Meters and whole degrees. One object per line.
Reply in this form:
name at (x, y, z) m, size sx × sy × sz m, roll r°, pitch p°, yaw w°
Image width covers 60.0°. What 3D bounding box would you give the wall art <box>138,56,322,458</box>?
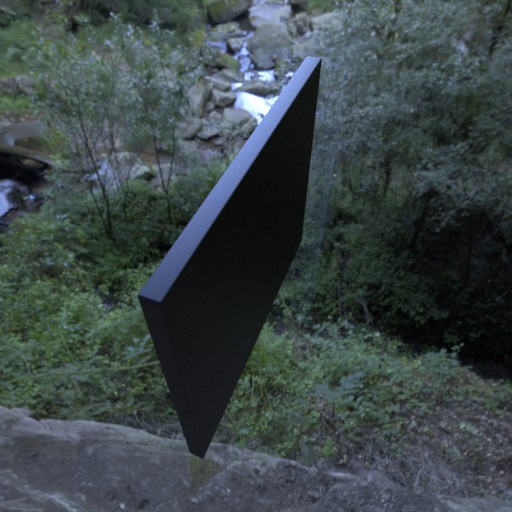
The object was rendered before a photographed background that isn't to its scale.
wall art at (0.000, 0.000, 0.766) m, size 0.031 × 0.457 × 0.558 m, roll 16°, pitch 50°, yaw 14°
